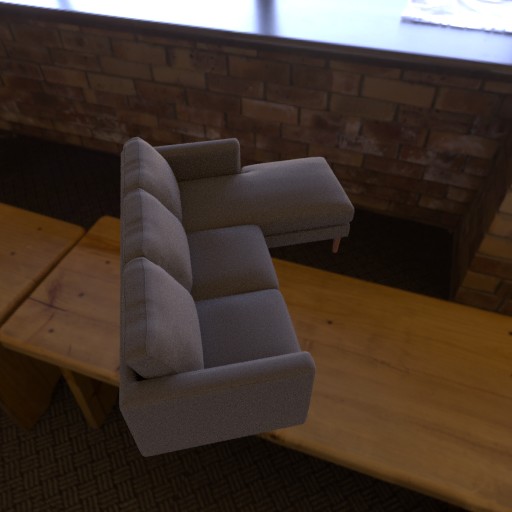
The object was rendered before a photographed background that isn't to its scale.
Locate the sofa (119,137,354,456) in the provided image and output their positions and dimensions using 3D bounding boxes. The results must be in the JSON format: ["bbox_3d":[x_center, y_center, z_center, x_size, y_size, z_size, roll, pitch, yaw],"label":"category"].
[{"bbox_3d":[0.000,0.000,2.829,1.591,0.897,2.031,-9,46,-8],"label":"sofa"}]
